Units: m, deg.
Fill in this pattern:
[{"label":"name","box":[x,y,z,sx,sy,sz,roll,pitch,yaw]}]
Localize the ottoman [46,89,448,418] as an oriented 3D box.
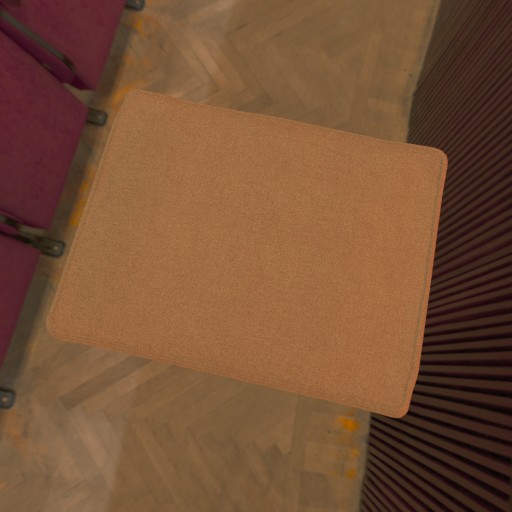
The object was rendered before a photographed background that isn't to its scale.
[{"label":"ottoman","box":[0.000,0.000,1.210,0.833,0.485,0.650,12,77,3]}]
